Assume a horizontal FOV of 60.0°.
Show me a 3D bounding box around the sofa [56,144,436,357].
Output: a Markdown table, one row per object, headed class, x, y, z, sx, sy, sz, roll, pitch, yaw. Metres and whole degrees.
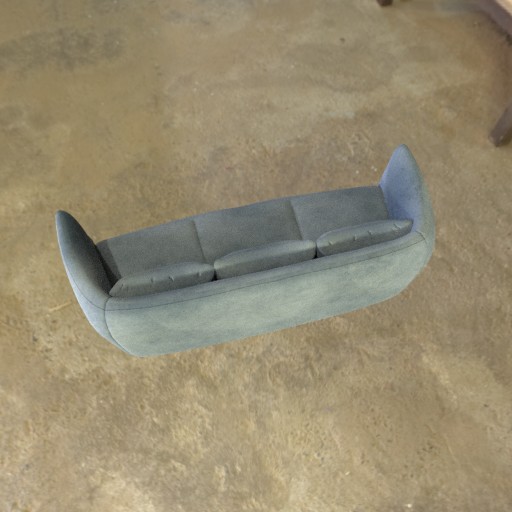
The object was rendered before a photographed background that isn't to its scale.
| class | x | y | z | sx | sy | sz | roll | pitch | yaw |
| --- | --- | --- | --- | --- | --- | --- | --- | --- | --- |
| sofa | 0.000 | 0.000 | 2.622 | 2.095 | 0.795 | 0.849 | -12 | 60 | -7 |
